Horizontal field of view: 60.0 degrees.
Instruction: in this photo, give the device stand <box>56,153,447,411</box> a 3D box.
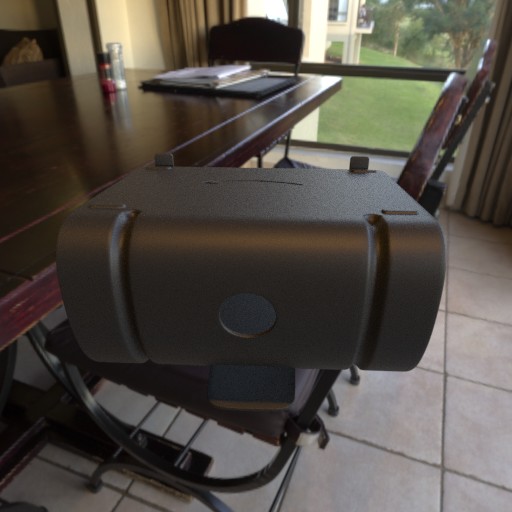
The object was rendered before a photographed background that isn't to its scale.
[{"bbox_3d":[0.000,0.000,0.395,0.256,0.155,0.236,1,30,2],"label":"device stand"}]
